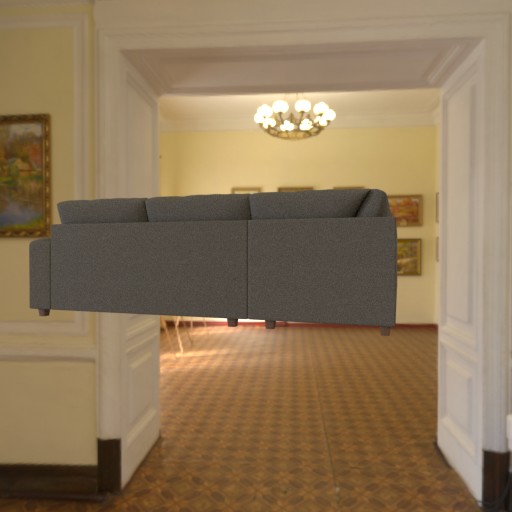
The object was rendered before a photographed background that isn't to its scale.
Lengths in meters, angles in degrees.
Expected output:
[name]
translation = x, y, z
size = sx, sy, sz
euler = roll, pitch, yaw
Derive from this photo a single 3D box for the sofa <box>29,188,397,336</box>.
[sofa]
translation = 0.000, 0.000, 4.773
size = 2.895, 0.965, 3.277
euler = 0, 1, 18
